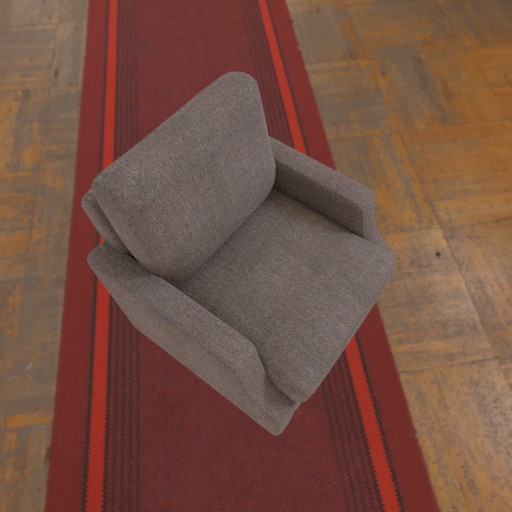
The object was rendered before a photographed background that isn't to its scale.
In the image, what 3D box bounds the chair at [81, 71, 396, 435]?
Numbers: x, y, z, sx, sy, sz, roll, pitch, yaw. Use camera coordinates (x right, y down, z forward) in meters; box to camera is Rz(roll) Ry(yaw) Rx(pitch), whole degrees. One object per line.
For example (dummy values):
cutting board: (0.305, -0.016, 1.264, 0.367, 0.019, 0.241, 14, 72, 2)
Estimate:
chair: (0.000, 0.000, 1.658, 0.897, 0.993, 0.855, 33, 64, 18)
